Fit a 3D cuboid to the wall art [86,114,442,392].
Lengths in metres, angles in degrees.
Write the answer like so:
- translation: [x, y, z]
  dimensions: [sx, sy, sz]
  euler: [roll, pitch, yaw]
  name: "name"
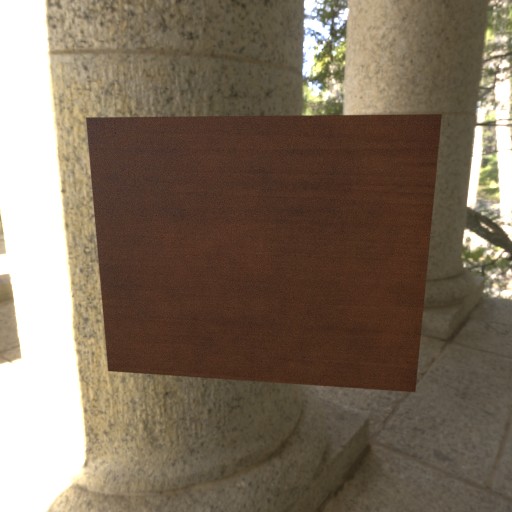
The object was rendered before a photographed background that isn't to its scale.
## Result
- translation: [0.000, 0.000, 0.761]
  dimensions: [0.558, 0.457, 0.033]
  euler: [2, 14, 7]
  name: "wall art"
